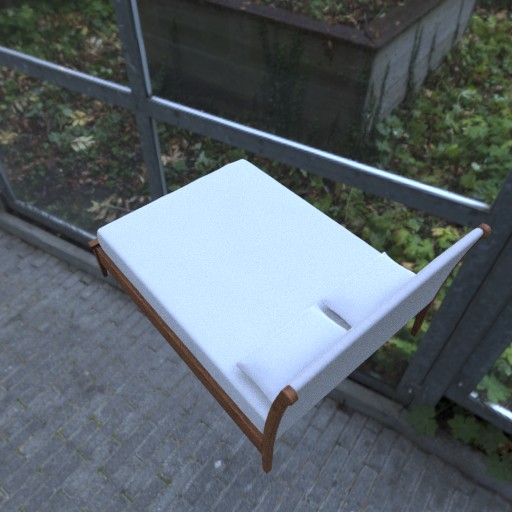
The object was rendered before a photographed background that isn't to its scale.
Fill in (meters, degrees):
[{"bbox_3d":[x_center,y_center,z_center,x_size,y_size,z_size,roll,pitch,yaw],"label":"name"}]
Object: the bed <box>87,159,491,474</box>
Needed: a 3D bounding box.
[{"bbox_3d":[0.000,0.000,2.943,1.502,1.135,2.108,-32,55,-26],"label":"bed"}]
